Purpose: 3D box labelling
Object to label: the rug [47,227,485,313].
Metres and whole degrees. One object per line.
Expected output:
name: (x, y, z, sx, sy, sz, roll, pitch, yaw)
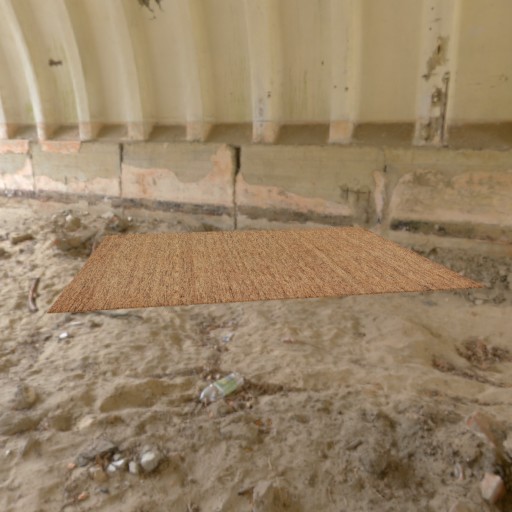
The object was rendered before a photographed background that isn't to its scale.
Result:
rug: (0.000, 0.000, 4.338, 3.200, 0.012, 2.438, -2, 15, -9)
